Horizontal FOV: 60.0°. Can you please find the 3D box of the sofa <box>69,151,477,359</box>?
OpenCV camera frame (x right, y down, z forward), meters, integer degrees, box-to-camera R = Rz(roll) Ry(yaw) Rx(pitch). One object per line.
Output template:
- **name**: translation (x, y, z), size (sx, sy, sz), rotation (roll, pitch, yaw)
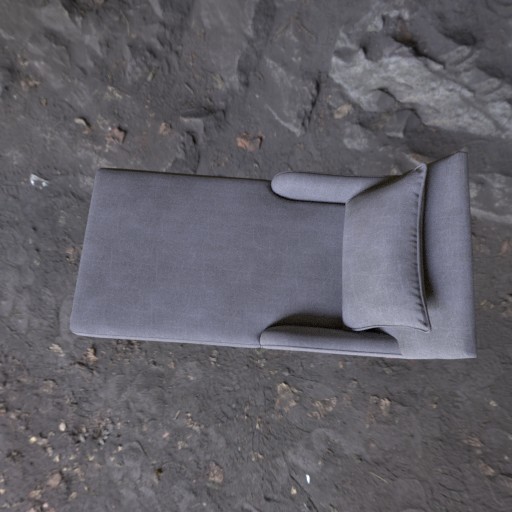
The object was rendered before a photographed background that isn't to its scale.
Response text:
- **sofa**: translation (0.000, 0.000, 2.203), size (1.779, 0.859, 0.894), rotation (4, 76, 1)
